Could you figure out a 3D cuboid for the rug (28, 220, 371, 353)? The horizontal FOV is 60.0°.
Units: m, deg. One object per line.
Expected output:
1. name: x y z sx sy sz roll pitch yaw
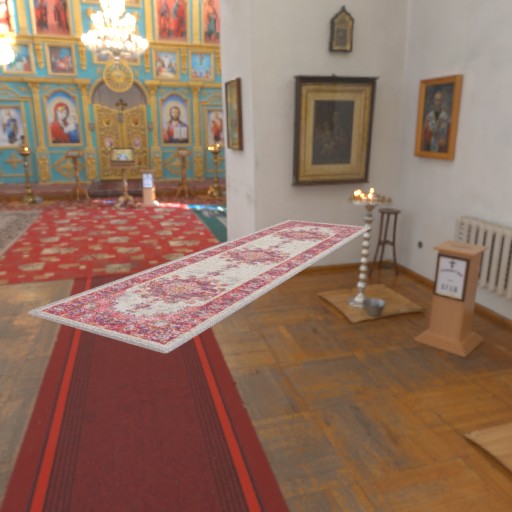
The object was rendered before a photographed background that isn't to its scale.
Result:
1. rug: 0.000 0.000 2.451 0.666 0.011 2.294 8 16 28
